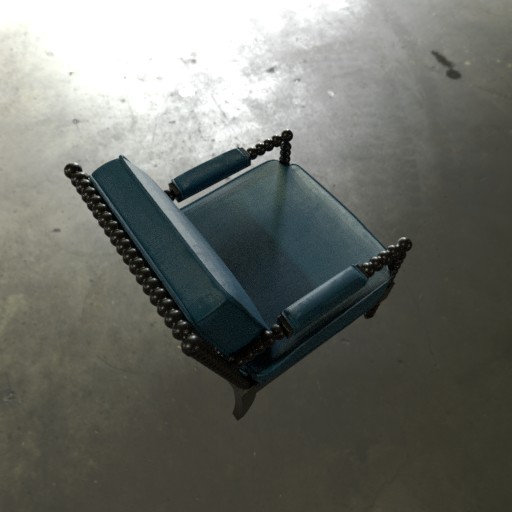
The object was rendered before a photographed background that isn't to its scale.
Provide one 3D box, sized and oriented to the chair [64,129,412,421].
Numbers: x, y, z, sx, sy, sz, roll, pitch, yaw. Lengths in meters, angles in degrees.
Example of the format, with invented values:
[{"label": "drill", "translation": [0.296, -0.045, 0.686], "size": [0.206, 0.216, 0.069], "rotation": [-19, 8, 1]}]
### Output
[{"label": "chair", "translation": [0.000, 0.000, 1.496], "size": [0.805, 0.857, 0.688], "rotation": [-32, 63, -18]}]
